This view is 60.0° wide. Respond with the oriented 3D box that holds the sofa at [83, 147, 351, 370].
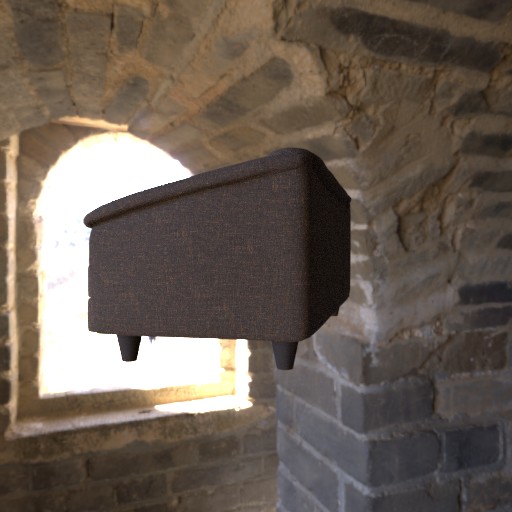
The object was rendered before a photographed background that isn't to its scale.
[{"bbox_3d":[0.000,0.000,2.331,0.887,0.790,1.849,0,1,17],"label":"sofa"}]
